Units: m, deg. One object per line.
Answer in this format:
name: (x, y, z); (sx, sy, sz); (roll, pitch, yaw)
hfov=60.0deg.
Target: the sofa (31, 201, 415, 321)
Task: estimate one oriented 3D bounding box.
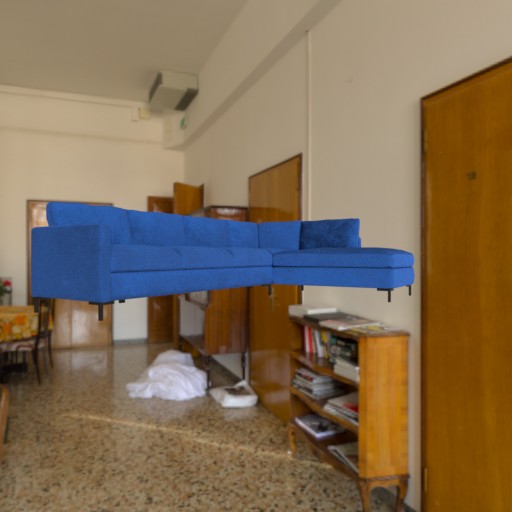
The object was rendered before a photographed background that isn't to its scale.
sofa: (0.000, 0.000, 3.256); (1.707, 0.687, 2.486); (0, 0, 33)
